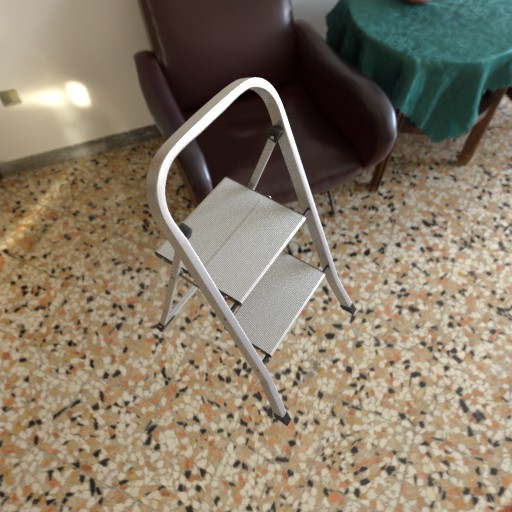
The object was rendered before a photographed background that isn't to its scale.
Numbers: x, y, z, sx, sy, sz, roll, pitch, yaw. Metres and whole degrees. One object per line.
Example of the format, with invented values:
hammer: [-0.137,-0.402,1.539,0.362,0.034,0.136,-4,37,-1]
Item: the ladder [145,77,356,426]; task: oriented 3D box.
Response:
ladder: [0.000,0.000,1.164,0.530,0.830,0.465,29,62,17]
